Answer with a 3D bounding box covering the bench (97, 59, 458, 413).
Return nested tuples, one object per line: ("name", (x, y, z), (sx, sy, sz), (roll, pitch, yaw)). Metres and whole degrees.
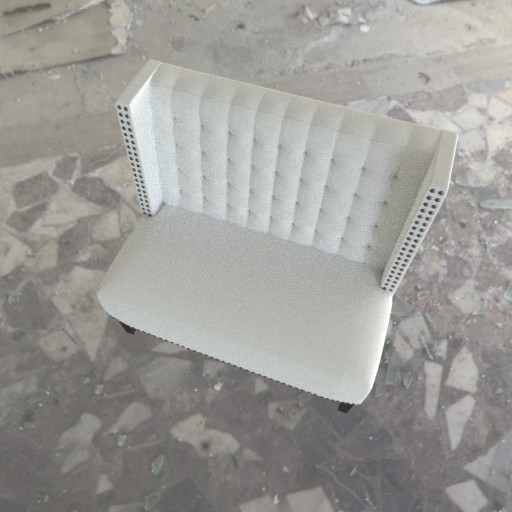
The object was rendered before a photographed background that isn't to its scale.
("bench", (0.000, 0.000, 1.978), (1.280, 1.123, 0.847), (18, 60, 10))
